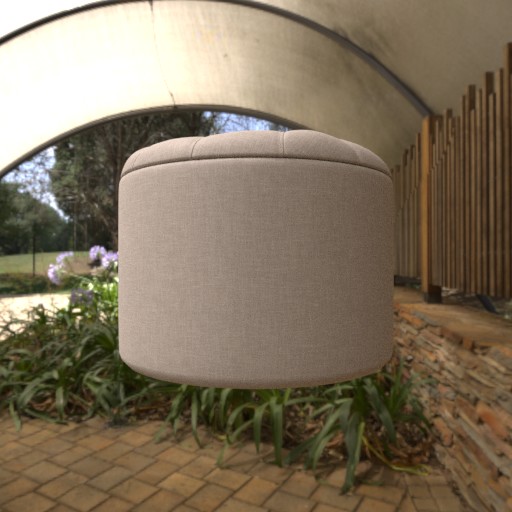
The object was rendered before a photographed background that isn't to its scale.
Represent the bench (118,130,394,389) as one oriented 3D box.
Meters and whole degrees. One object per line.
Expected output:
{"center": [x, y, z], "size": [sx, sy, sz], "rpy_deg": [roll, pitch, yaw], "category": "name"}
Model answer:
{"center": [0.000, 0.000, 1.011], "size": [0.600, 0.453, 0.600], "rpy_deg": [0, 0, 0], "category": "bench"}
